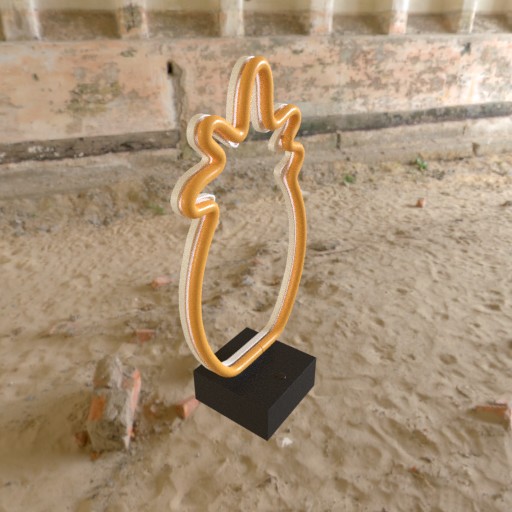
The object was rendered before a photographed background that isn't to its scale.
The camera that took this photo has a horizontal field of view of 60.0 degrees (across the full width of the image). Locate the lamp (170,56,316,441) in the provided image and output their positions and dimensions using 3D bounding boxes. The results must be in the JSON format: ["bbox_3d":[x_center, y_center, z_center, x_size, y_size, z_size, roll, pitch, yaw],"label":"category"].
[{"bbox_3d":[0.000,0.000,0.385,0.088,0.317,0.167,18,33,31],"label":"lamp"}]
